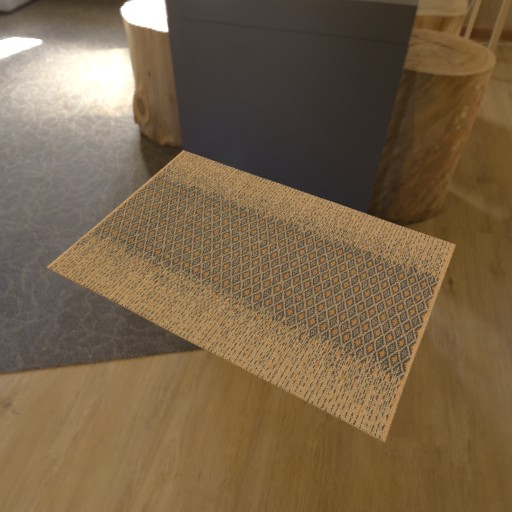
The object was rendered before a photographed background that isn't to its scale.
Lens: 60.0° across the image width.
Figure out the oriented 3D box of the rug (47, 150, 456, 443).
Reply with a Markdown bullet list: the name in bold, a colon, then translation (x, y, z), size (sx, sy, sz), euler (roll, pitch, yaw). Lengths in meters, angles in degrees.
- **rug**: translation (0.000, 0.000, 2.373), size (1.828, 0.005, 1.219), euler (23, 51, 19)
